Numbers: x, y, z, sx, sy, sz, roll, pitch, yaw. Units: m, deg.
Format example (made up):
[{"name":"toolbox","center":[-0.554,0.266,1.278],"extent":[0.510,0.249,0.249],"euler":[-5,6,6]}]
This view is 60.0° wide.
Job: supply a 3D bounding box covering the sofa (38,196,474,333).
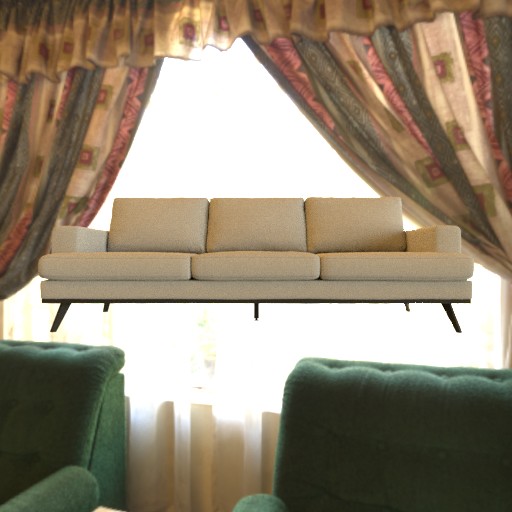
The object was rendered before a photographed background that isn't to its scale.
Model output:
[{"name":"sofa","center":[0.000,0.000,2.771],"extent":[2.310,0.810,0.920],"euler":[0,0,1]}]
